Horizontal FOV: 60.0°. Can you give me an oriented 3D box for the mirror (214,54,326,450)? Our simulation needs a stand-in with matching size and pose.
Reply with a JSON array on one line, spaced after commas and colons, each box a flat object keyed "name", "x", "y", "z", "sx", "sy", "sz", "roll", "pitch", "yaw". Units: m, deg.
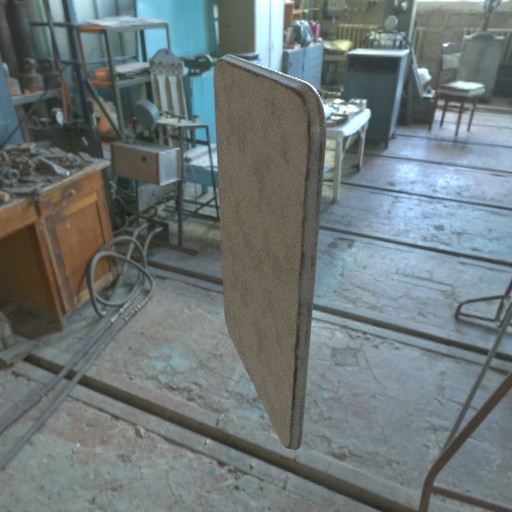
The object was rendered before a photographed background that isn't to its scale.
[{"name": "mirror", "x": 0.000, "y": 0.000, "z": 0.896, "sx": 0.024, "sy": 0.713, "sz": 0.461, "roll": -11, "pitch": 32, "yaw": -17}]
